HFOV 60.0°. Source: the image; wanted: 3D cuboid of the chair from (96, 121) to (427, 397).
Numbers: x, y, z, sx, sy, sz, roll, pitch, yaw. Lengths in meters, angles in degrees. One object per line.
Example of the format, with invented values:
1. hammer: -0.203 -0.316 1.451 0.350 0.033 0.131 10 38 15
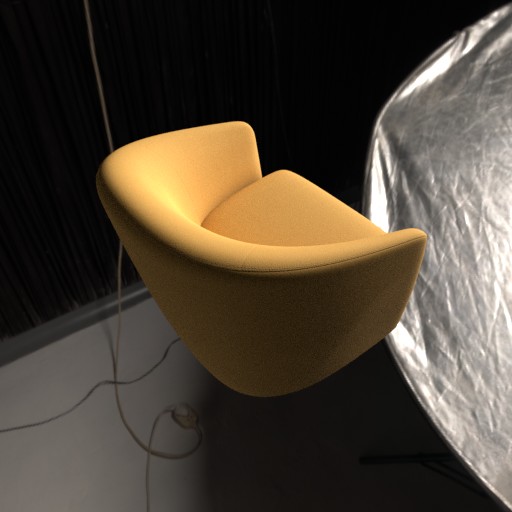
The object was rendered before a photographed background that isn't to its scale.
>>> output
1. chair: 0.000 0.000 1.344 0.767 0.698 0.773 -26 48 -26
